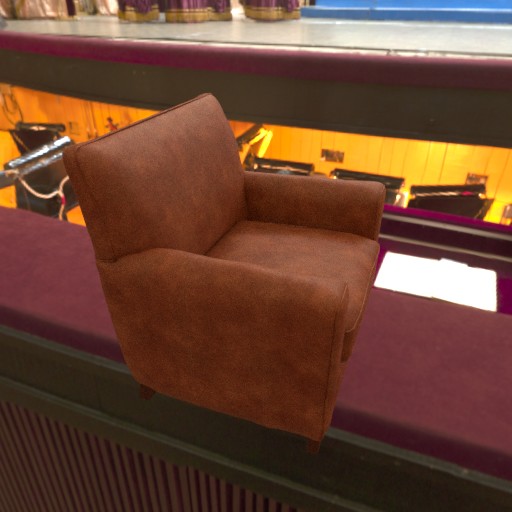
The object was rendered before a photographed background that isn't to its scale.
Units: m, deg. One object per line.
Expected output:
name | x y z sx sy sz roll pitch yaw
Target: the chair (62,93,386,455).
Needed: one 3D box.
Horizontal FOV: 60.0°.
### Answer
chair | 0.000 0.000 1.597 0.823 0.943 0.870 11 32 18
